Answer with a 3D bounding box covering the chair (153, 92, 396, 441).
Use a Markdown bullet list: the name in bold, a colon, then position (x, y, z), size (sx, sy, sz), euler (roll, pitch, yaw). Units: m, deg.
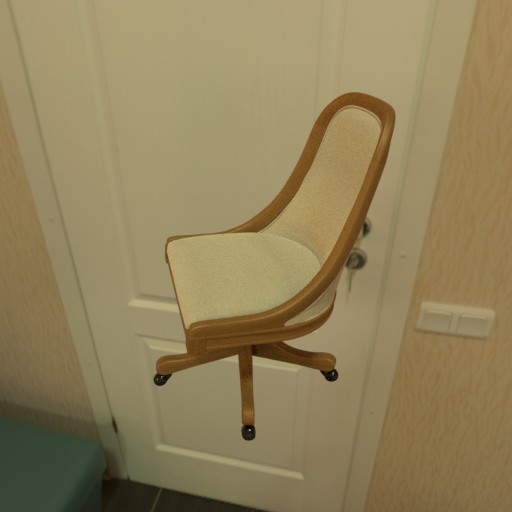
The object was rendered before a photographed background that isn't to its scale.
- **chair**: position (0.000, 0.000, 1.531), size (0.811, 1.009, 0.702), euler (-9, 32, -14)
